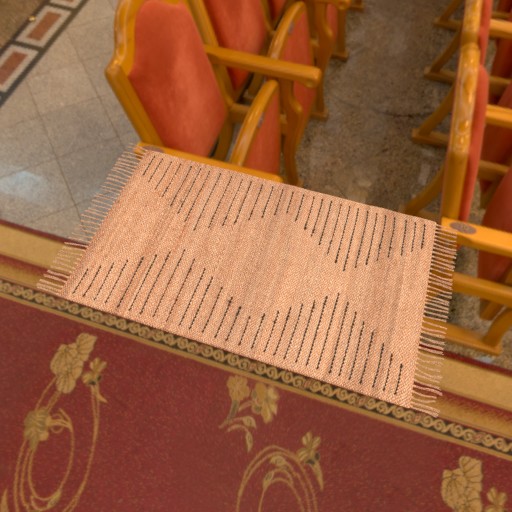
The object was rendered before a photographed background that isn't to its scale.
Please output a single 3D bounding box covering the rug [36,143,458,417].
[{"bbox_3d":[0.000,0.000,1.983,1.718,0.017,0.905,16,61,9],"label":"rug"}]
